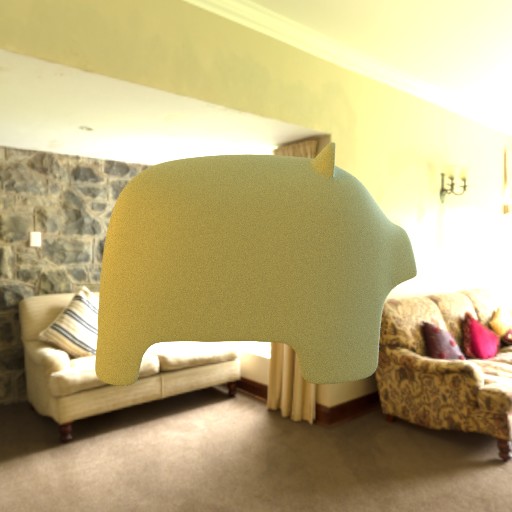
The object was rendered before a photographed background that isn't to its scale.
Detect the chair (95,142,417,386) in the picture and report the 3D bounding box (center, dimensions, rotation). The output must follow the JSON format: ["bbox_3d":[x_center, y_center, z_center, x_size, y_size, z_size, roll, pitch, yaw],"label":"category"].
[{"bbox_3d":[0.000,0.000,0.897,0.619,0.423,0.364,0,1,0],"label":"chair"}]
